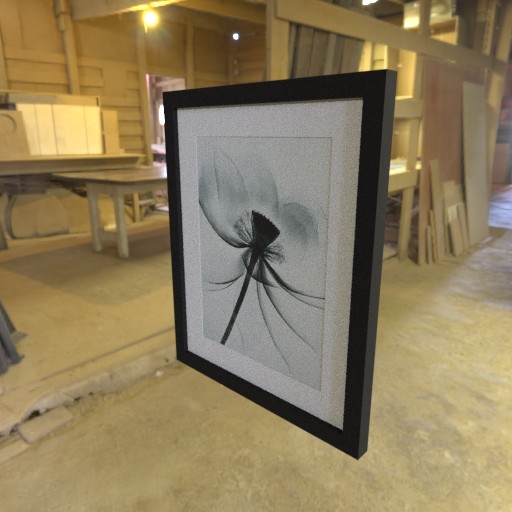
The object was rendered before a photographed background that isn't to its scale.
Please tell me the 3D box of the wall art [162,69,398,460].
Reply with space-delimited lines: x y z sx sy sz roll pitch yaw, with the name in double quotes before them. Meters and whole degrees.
"wall art" 0.000 0.000 0.767 0.457 0.559 0.029 14 21 41
